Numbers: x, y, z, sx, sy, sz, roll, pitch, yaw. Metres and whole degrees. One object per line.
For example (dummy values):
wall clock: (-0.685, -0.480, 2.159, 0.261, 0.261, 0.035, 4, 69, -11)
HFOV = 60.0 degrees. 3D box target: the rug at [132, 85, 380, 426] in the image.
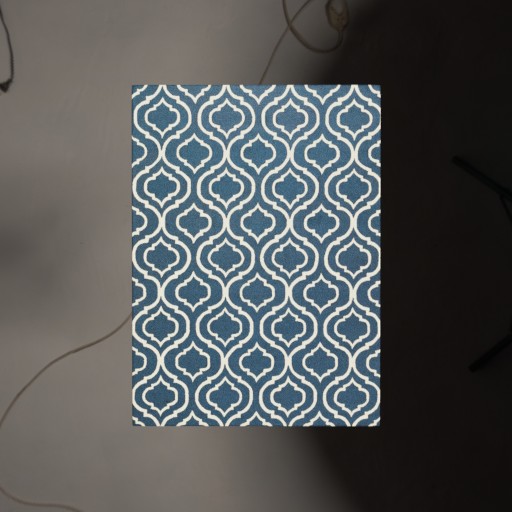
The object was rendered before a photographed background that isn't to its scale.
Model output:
rug: (0.000, 0.000, 4.357, 2.438, 0.010, 3.353, 0, 90, 0)
